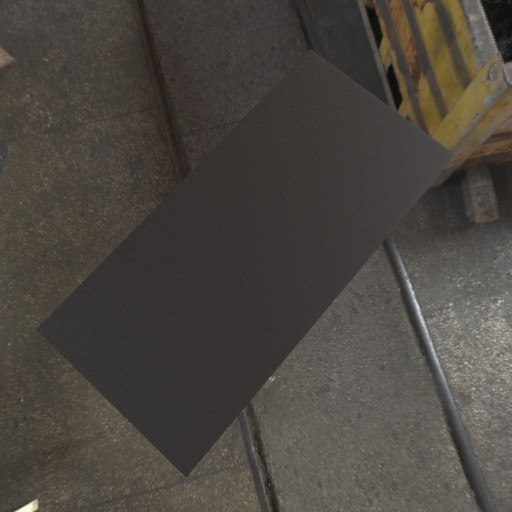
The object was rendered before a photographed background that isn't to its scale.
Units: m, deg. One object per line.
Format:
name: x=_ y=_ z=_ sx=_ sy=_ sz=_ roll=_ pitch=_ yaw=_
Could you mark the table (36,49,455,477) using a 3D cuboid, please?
table: x=0.000 y=0.000 z=1.377 sx=0.550 sy=0.400 sz=1.100 roll=40 pitch=80 yaw=9
